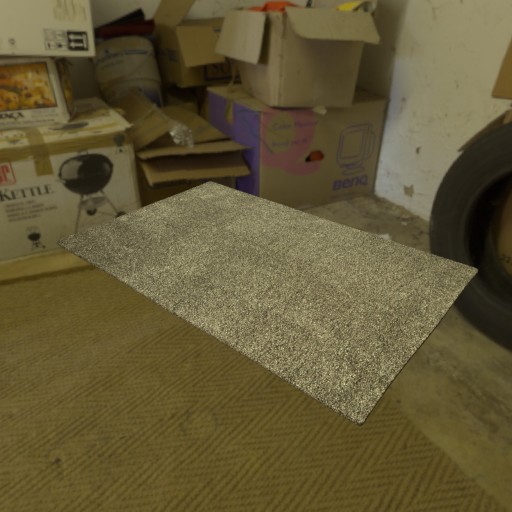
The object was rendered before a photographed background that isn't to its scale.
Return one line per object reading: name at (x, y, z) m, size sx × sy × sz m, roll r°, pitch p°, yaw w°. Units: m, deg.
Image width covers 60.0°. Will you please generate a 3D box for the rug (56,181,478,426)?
rug at (0.000, 0.000, 2.901) m, size 2.352 × 0.025 × 1.501 m, roll 23°, pitch 37°, yaw 34°
